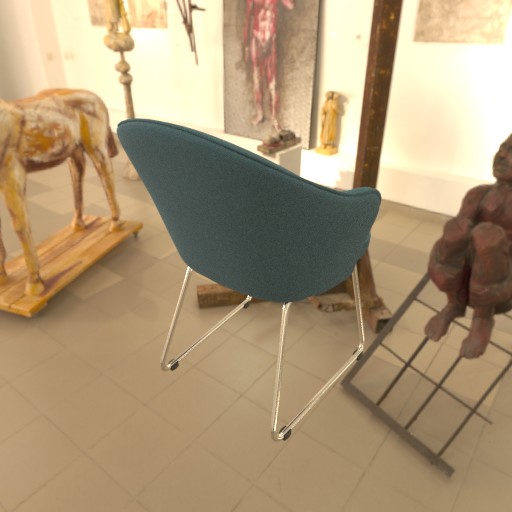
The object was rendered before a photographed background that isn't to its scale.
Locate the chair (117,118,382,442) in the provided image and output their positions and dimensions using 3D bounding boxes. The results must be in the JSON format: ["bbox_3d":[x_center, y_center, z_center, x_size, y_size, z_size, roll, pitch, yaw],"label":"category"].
[{"bbox_3d":[0.000,0.000,1.190,0.570,0.815,0.585,21,36,32],"label":"chair"}]
